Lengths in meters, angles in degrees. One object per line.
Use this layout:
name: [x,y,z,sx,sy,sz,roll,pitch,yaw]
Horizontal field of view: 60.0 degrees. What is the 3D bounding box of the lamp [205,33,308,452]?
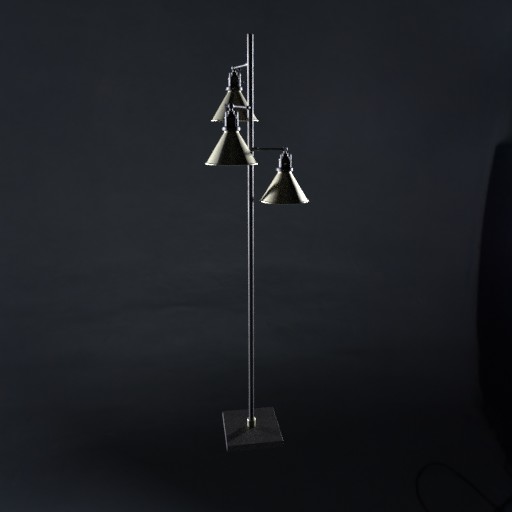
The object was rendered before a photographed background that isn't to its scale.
lamp: [0.000,0.000,1.888,0.415,1.716,0.428,-2,16,-9]
